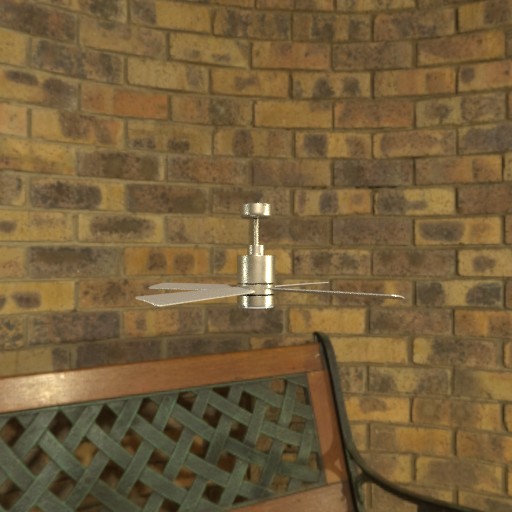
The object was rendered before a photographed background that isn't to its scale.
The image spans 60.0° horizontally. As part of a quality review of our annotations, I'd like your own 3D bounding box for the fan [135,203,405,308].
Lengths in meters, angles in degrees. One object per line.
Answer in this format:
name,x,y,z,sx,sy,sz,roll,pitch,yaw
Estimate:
fan,0.000,0.000,2.355,1.525,0.539,1.525,0,0,35
